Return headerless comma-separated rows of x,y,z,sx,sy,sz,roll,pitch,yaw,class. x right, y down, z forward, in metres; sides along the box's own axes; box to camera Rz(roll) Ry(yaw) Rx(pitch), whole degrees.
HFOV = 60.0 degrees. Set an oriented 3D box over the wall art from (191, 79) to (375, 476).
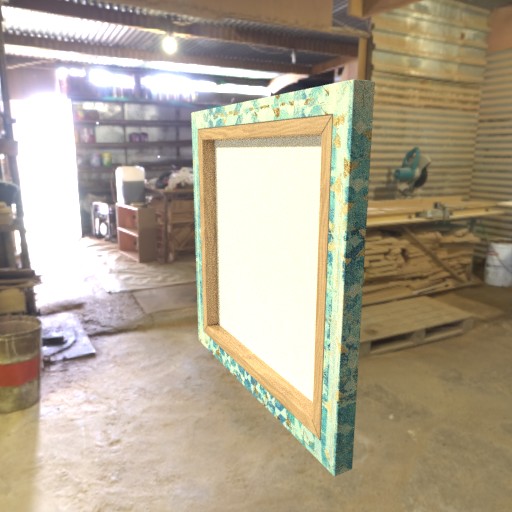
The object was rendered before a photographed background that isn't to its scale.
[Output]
0.000,0.000,0.921,0.040,0.609,0.609,-7,15,-27,wall art
